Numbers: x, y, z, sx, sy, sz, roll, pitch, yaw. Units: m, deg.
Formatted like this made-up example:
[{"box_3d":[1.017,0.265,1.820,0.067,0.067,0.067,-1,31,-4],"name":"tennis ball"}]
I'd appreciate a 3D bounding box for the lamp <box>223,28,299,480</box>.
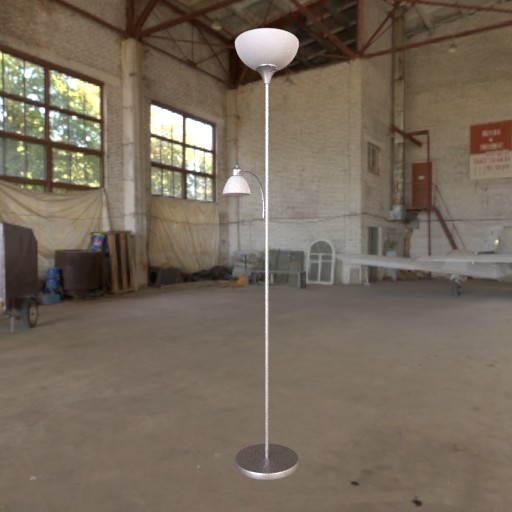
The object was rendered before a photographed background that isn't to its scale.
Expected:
[{"box_3d":[0.000,0.000,1.963,0.279,1.804,0.425,-1,2,-37],"name":"lamp"}]
